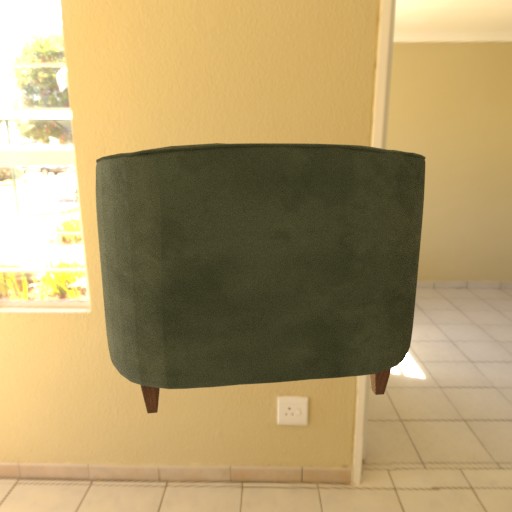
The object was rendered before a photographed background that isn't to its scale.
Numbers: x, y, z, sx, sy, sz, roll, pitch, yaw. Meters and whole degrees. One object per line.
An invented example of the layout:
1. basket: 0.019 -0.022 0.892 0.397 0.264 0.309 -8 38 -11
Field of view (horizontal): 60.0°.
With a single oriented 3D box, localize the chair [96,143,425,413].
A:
1. chair: 0.000 0.000 1.755 1.104 0.852 0.941 -2 13 -8
